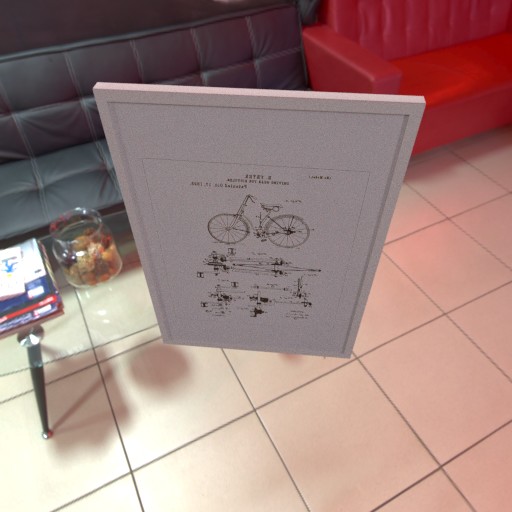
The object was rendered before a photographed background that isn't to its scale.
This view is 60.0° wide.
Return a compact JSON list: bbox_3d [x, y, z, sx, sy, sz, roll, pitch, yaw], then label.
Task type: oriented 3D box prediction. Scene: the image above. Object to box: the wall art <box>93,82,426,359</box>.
[{"bbox_3d":[0.000,0.000,0.617,0.332,0.477,0.015,4,47,4],"label":"wall art"}]
